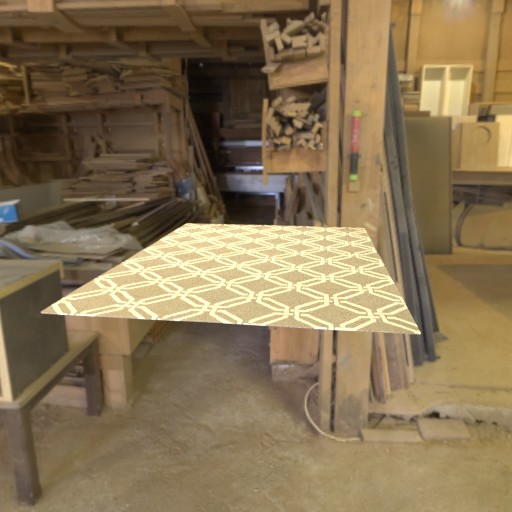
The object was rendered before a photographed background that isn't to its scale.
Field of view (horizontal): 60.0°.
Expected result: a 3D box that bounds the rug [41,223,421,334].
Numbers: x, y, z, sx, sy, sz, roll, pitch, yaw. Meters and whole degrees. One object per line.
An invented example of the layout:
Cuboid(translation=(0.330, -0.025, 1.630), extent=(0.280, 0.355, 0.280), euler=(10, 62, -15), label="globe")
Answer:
Cuboid(translation=(0.000, 0.000, 4.413), extent=(2.441, 0.020, 3.419), euler=(2, 14, 8), label="rug")
